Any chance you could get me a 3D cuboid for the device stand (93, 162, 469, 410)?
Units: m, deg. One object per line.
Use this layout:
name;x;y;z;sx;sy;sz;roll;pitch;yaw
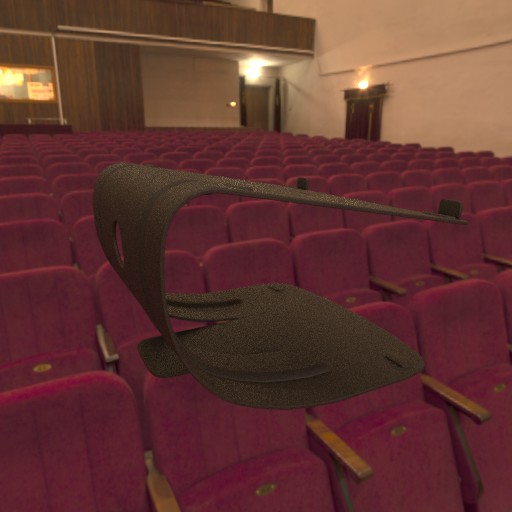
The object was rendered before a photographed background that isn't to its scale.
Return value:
device stand;0.000;0.000;0.394;0.236;0.155;0.256;-8;17;-26
